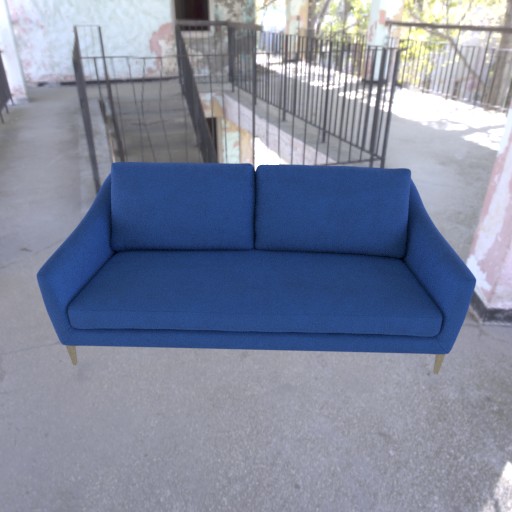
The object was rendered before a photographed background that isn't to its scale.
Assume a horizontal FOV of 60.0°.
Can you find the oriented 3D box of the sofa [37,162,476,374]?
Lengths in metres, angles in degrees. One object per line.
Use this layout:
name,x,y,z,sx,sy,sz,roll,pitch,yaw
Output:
sofa,0.000,0.000,2.498,2.036,0.903,0.960,1,29,2
